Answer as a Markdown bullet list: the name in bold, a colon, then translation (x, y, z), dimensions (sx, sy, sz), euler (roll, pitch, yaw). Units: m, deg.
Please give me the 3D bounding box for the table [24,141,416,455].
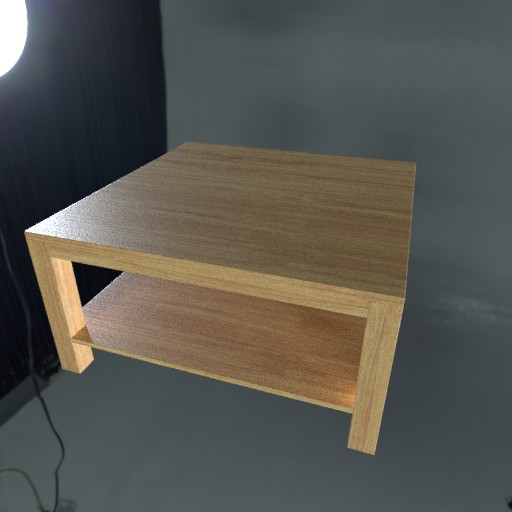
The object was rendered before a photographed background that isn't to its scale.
- **table**: translation (0.000, 0.000, 1.444), dimensions (0.900, 0.450, 0.900), euler (9, 30, 16)
